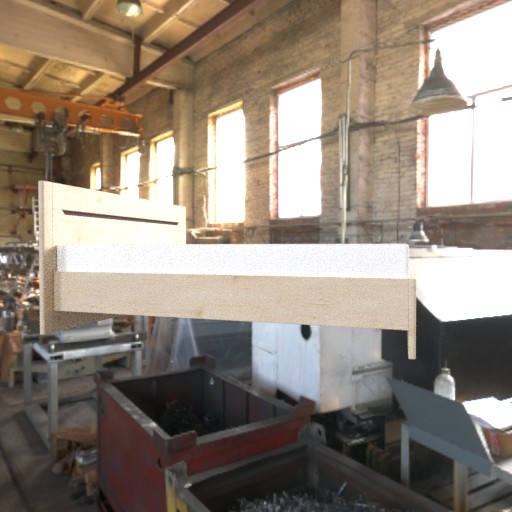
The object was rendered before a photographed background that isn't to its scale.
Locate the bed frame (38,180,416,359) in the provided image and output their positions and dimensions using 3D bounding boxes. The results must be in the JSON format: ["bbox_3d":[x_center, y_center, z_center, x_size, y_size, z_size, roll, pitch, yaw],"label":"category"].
[{"bbox_3d":[0.000,0.000,3.122,2.080,0.900,1.800,0,1,18],"label":"bed frame"}]
